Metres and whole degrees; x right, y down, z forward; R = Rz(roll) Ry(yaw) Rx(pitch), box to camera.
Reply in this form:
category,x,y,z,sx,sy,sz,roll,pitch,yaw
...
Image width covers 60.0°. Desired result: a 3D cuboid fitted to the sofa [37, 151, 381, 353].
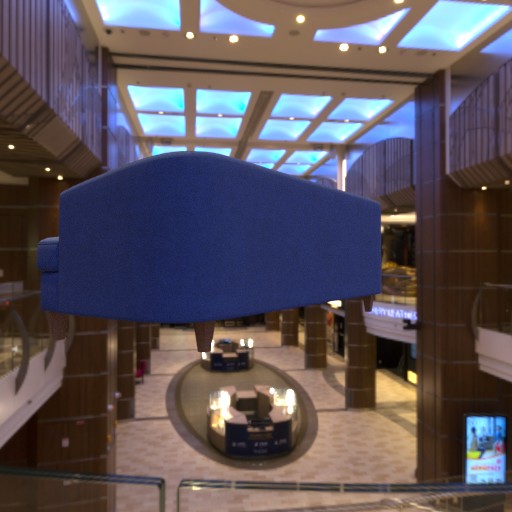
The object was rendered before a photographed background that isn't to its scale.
category,x,y,z,sx,sy,sz,roll,pitch,yaw
sofa,0.000,0.000,2.682,0.914,0.787,2.235,0,-1,36
